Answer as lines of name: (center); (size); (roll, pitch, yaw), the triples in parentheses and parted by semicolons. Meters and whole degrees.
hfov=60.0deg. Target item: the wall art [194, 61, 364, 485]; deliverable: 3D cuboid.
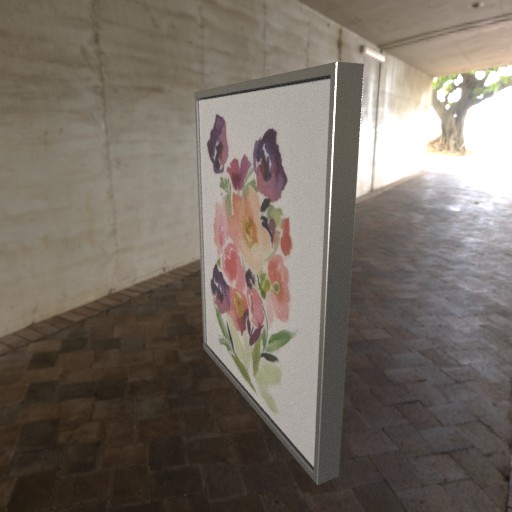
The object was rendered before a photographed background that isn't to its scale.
wall art: (0.000, 0.000, 0.748); (0.038, 0.549, 0.452); (-8, 18, -26)
